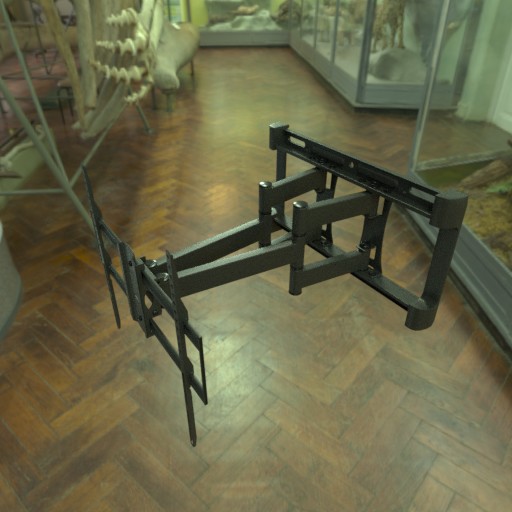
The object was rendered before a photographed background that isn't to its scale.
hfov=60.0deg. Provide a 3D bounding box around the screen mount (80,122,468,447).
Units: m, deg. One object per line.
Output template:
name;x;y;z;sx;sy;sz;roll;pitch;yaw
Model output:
screen mount;0.000;0.000;0.965;0.556;0.424;0.571;-21;38;-29
